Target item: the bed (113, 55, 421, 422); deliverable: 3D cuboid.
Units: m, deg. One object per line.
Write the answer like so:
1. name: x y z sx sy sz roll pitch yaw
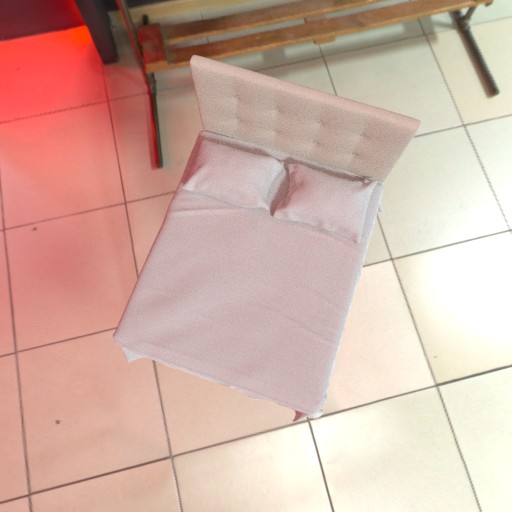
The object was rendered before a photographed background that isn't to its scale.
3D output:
1. bed: 0.000 0.000 3.474 1.936 1.577 2.222 18 75 5
